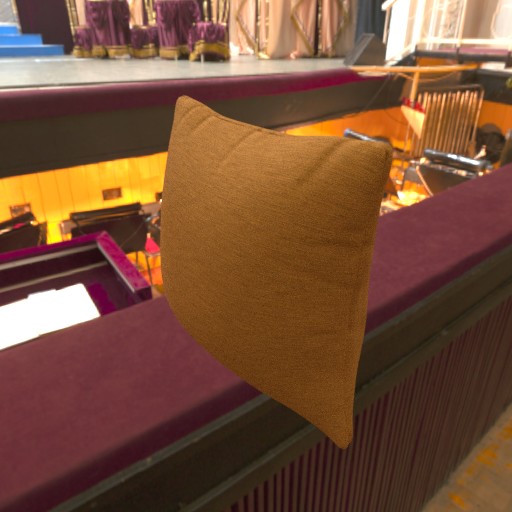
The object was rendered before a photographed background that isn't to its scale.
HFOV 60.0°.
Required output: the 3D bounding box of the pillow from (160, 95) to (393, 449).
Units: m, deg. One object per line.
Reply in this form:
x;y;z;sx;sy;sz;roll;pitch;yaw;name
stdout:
0.000;0.000;0.669;0.247;0.417;0.435;-18;32;-32;pillow
